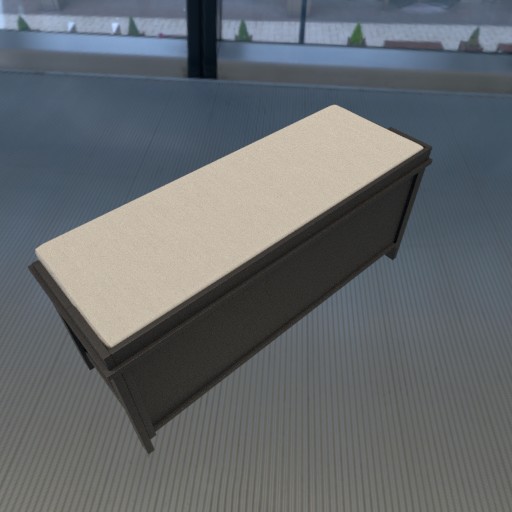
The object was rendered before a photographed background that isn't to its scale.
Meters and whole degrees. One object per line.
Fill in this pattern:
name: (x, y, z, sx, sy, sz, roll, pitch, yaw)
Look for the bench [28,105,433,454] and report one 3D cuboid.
bench: (0.000, 0.000, 1.387, 1.140, 0.501, 0.398, -33, 54, -27)
